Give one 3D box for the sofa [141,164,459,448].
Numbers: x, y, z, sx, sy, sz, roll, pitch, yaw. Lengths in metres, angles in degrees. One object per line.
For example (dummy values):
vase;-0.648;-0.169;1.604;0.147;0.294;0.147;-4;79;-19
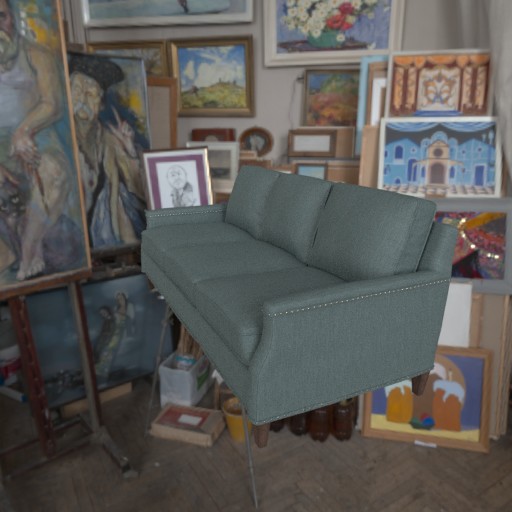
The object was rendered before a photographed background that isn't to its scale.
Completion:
sofa;0.000;0.000;2.859;1.084;1.003;2.246;-8;18;-24
